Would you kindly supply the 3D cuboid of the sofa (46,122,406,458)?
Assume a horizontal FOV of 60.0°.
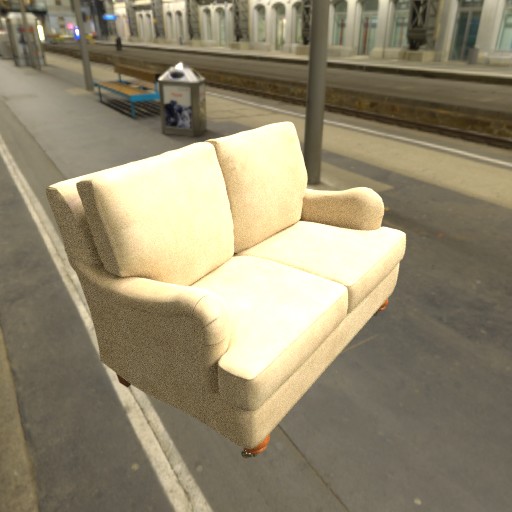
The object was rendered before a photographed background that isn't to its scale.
[{"bbox_3d":[0.000,0.000,2.220,1.086,1.087,1.498,18,32,32],"label":"sofa"}]
